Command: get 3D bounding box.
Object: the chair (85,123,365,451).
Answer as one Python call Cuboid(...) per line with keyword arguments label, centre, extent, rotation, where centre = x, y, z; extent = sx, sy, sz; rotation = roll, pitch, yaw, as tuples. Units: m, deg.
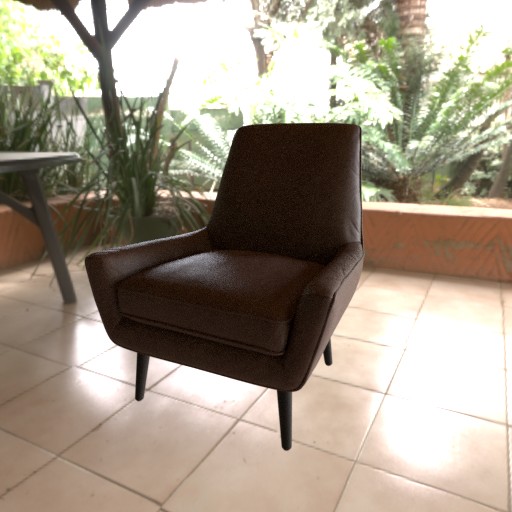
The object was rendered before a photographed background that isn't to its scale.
Cuboid(label="chair", centre=(0.000, 0.000, 1.516), extent=(0.787, 0.888, 0.824), rotation=(7, 17, 26))
